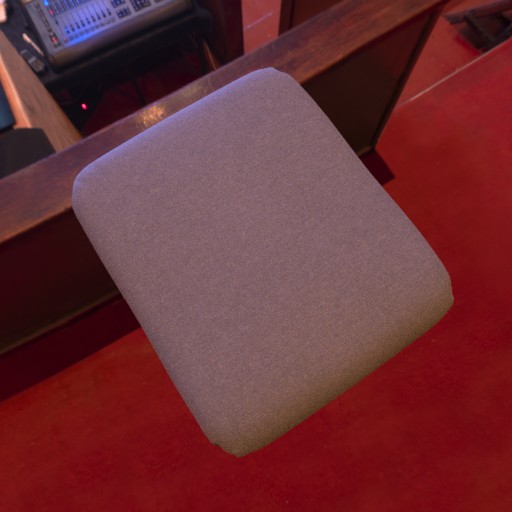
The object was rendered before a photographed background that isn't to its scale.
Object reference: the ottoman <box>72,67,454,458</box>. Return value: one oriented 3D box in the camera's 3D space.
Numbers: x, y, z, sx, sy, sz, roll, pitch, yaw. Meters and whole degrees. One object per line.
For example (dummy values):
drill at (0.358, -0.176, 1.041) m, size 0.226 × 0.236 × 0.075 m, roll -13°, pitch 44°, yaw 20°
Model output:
ottoman at (0.000, 0.000, 1.121) m, size 0.622 × 0.450 × 0.747 m, roll -33°, pitch 77°, yaw -8°
